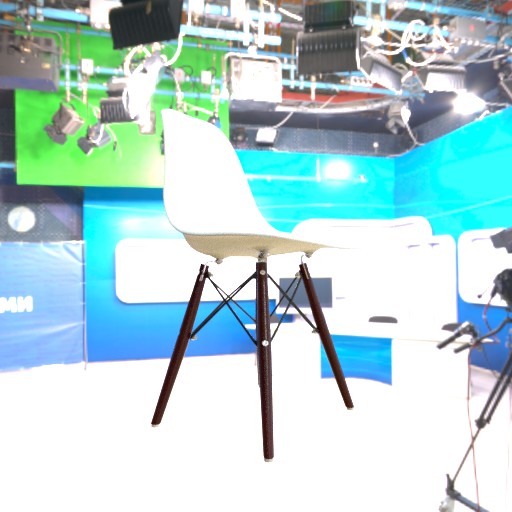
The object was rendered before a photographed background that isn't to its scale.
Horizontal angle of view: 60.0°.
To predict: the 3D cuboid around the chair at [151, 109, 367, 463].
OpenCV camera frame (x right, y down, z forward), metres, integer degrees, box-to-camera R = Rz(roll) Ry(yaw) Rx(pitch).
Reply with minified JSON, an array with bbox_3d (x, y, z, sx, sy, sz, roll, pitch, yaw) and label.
[{"bbox_3d":[0.000,0.000,1.148,0.533,0.826,0.470,0,0,37],"label":"chair"}]
